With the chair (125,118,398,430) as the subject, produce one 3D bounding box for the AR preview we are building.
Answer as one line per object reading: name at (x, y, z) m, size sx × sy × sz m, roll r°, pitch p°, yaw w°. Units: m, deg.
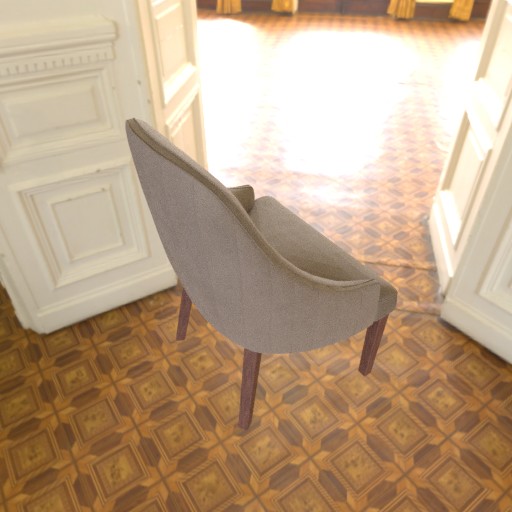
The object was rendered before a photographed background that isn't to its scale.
chair at (0.000, 0.000, 1.303) m, size 0.575 × 0.889 × 0.643 m, roll -24°, pitch 46°, yaw -26°
